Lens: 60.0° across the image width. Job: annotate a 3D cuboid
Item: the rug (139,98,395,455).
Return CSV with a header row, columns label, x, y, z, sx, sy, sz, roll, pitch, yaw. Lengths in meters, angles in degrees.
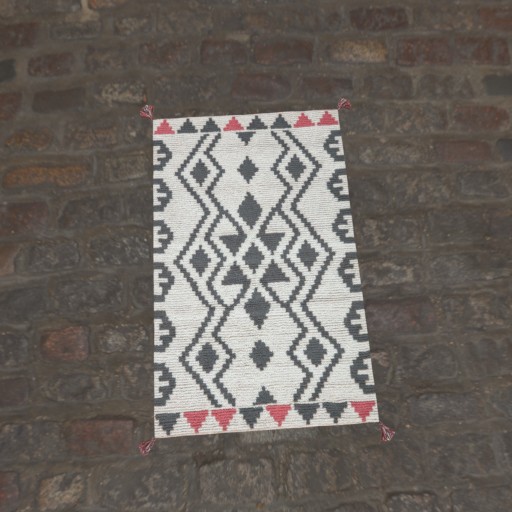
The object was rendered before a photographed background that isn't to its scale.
label,x,y,z,sx,sy,sz,roll,pitch,yaw
rug,0.000,0.000,3.297,1.741,0.066,2.672,-4,74,-1
